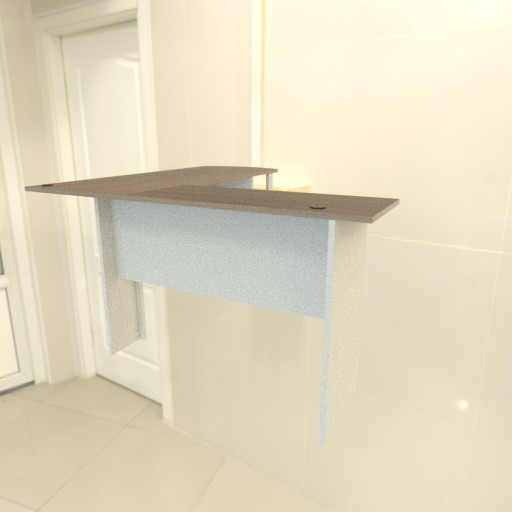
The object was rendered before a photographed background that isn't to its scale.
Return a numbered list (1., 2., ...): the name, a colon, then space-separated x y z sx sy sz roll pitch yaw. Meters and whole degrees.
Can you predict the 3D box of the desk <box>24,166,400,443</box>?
1. desk: 0.000 0.000 2.076 1.361 0.716 1.303 8 18 27
